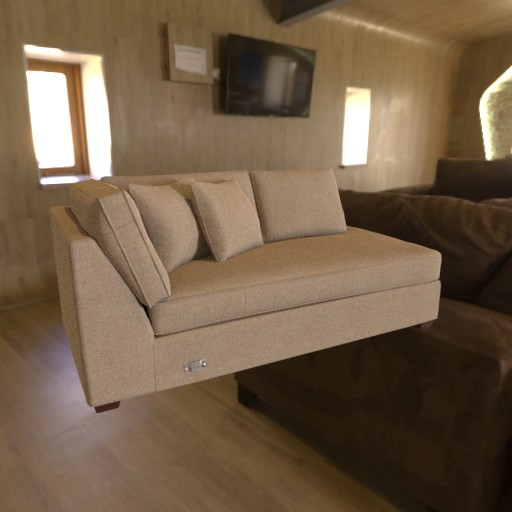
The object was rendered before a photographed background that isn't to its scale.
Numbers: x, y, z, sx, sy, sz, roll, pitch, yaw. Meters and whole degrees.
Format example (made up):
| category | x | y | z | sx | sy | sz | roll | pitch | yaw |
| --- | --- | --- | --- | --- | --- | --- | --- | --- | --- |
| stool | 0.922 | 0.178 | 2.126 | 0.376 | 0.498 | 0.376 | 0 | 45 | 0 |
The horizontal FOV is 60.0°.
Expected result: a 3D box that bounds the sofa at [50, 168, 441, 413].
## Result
| category | x | y | z | sx | sy | sz | roll | pitch | yaw |
| --- | --- | --- | --- | --- | --- | --- | --- | --- | --- |
| sofa | 0.000 | 0.000 | 2.781 | 2.238 | 1.019 | 1.110 | -8 | 17 | -27 |
